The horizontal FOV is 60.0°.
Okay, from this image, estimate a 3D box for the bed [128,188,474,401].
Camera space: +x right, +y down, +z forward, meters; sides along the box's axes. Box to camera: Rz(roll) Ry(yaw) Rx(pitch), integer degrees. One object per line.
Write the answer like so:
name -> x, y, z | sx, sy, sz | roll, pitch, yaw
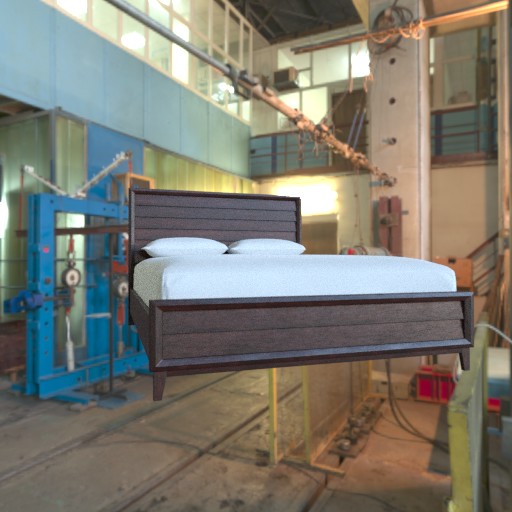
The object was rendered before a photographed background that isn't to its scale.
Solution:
bed -> 0.000, 0.000, 3.868 | 2.040, 1.492, 2.803 | 0, 0, -18
